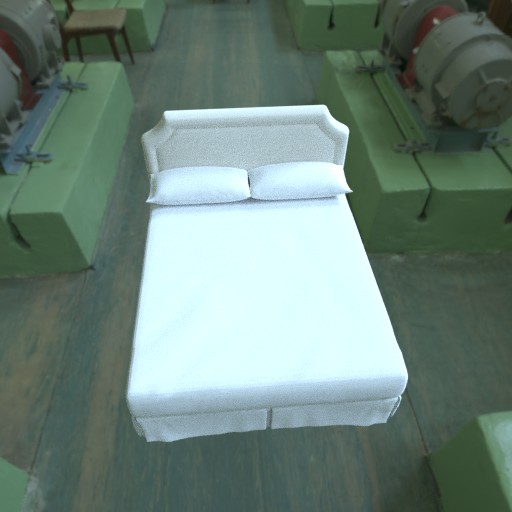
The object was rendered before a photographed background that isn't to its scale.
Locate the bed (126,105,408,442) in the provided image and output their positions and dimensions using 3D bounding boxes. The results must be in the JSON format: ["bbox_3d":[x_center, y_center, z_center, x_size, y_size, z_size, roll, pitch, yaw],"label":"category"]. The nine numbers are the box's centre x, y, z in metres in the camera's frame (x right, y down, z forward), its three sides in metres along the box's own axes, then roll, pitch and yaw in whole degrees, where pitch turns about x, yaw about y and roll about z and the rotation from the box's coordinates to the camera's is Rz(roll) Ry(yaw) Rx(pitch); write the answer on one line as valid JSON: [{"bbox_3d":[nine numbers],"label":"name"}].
[{"bbox_3d":[0.000,0.000,3.915,2.134,1.524,2.548,-3,46,-3],"label":"bed"}]
